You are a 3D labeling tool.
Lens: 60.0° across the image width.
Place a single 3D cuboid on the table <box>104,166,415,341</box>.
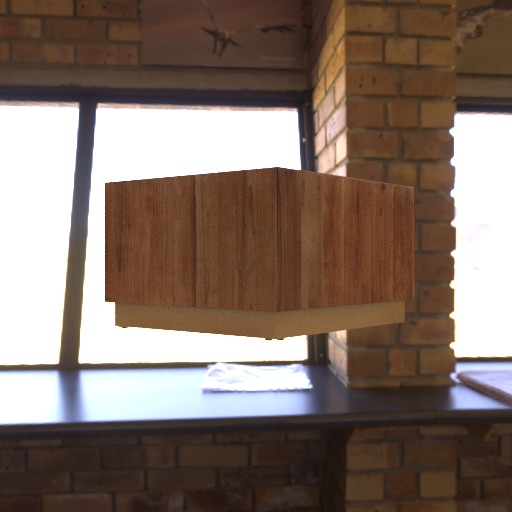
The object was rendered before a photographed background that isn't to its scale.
[{"bbox_3d":[0.000,0.000,1.706,1.154,0.456,1.000,0,0,-36],"label":"table"}]
